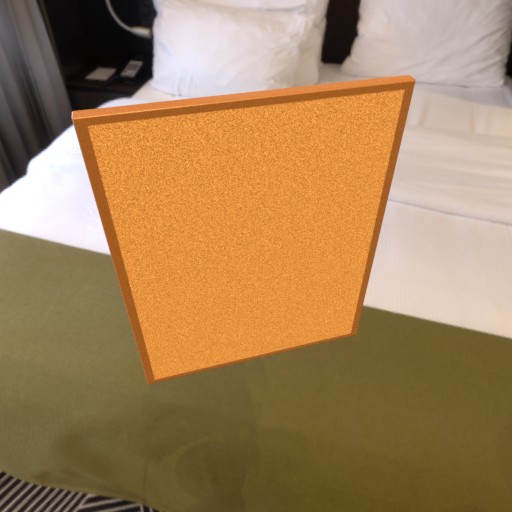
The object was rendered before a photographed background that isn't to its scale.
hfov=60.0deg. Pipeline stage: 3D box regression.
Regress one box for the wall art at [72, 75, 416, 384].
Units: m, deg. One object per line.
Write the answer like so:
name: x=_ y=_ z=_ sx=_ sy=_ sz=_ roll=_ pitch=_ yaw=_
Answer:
wall art: x=0.000 y=0.000 z=0.515 sx=0.310 sy=0.379 sz=0.015 roll=-11 pitch=42 yaw=-12
